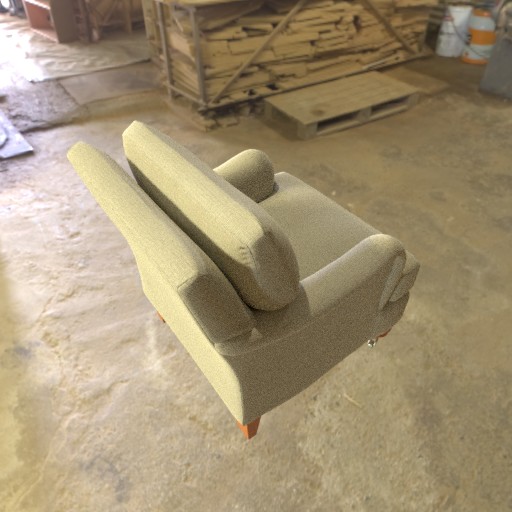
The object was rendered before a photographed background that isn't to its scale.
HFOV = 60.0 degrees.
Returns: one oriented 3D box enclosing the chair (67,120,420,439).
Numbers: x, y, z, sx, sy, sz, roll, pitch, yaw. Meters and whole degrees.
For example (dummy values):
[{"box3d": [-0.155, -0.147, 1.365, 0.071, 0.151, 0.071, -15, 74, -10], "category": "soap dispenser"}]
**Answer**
[{"box3d": [0.000, 0.000, 1.849, 1.070, 1.038, 0.955, -25, 46, -26], "category": "chair"}]
